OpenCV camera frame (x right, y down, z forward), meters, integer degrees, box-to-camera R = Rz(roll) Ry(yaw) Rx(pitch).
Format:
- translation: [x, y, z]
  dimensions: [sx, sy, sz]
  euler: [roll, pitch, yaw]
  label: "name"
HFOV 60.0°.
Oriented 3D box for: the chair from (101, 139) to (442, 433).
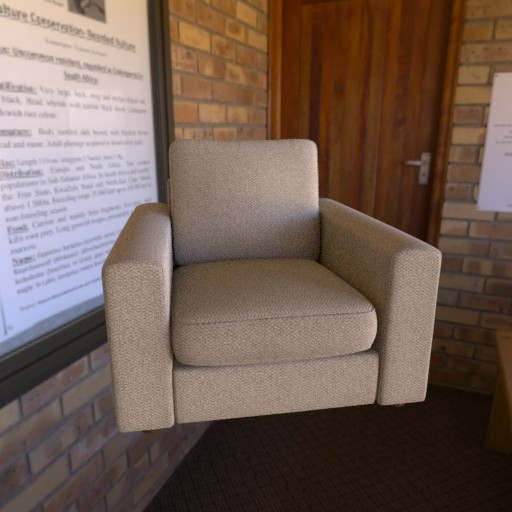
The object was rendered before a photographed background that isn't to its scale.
- translation: [0.000, 0.000, 1.734]
  dimensions: [1.005, 0.873, 1.016]
  euler: [-3, 16, -9]
  label: "chair"
